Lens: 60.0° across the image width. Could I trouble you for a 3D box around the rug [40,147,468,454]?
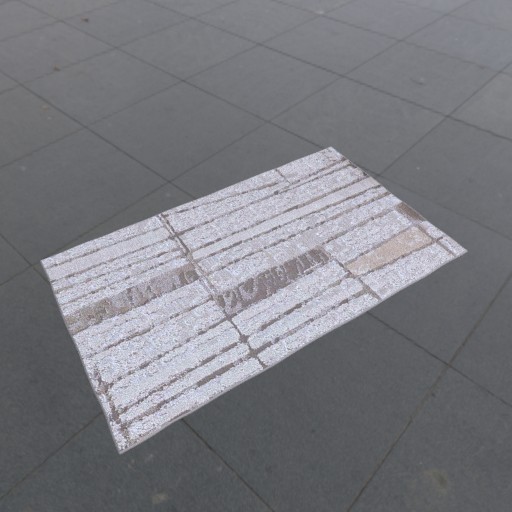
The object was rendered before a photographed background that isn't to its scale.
[{"bbox_3d":[0.000,0.000,1.040,0.867,0.007,0.515,-25,52,-21],"label":"rug"}]
